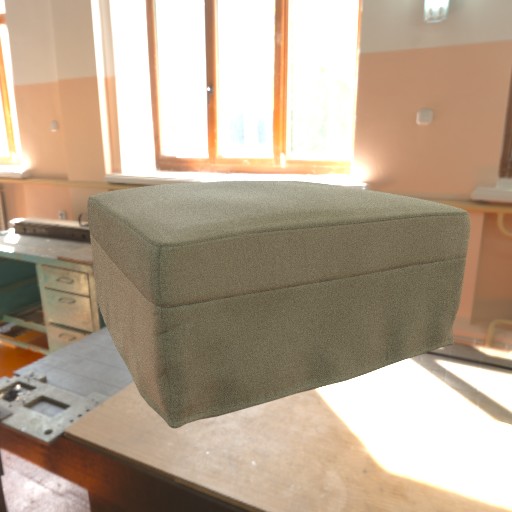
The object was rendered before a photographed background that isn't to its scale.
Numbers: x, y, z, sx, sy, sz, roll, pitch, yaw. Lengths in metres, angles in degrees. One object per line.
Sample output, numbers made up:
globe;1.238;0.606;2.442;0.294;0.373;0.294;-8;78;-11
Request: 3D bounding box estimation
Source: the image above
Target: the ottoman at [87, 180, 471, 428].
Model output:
ottoman;0.000;0.000;1.323;0.843;0.441;0.842;-7;16;-27
